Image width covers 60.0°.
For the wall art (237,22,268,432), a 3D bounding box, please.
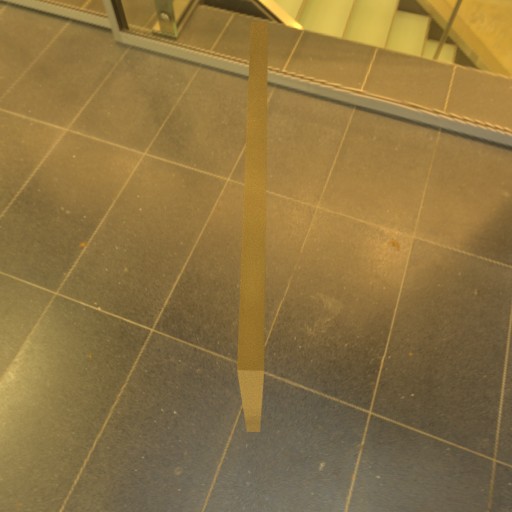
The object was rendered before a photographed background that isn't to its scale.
[{"bbox_3d":[0.000,0.000,1.136,0.038,0.762,0.762,1,62,1],"label":"wall art"}]
